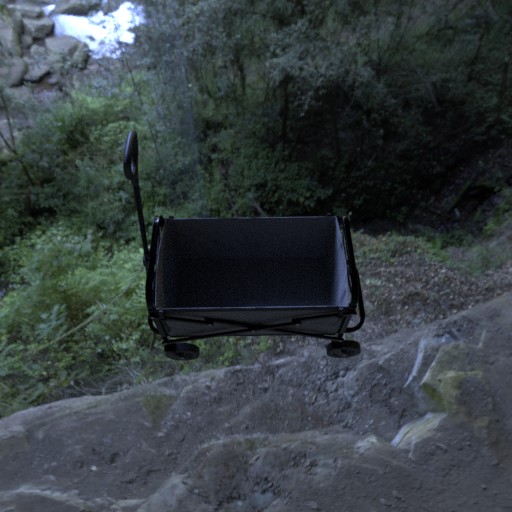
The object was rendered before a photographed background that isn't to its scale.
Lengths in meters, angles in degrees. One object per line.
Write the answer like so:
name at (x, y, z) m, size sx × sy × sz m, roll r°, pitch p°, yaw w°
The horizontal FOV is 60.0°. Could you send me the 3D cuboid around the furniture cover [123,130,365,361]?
furniture cover at (0.000, 0.000, 1.850) m, size 1.038 × 1.295 × 0.532 m, roll -1°, pitch 59°, yaw 0°
